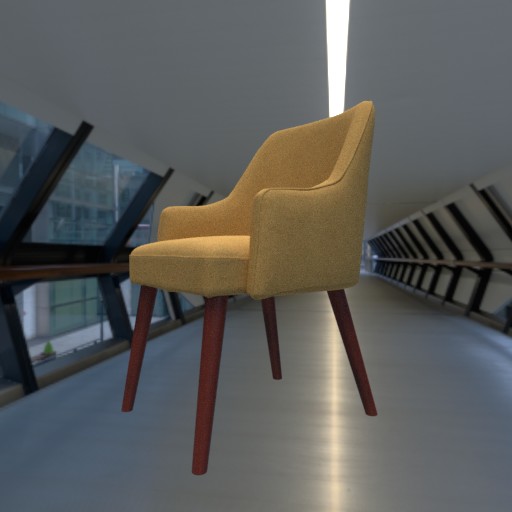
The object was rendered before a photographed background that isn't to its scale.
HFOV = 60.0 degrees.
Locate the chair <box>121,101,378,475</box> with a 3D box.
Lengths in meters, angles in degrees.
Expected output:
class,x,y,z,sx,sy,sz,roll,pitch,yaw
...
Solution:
class,x,y,z,sx,sy,sz,roll,pitch,yaw
chair,0.000,0.000,1.211,0.605,0.849,0.548,-1,1,-36
